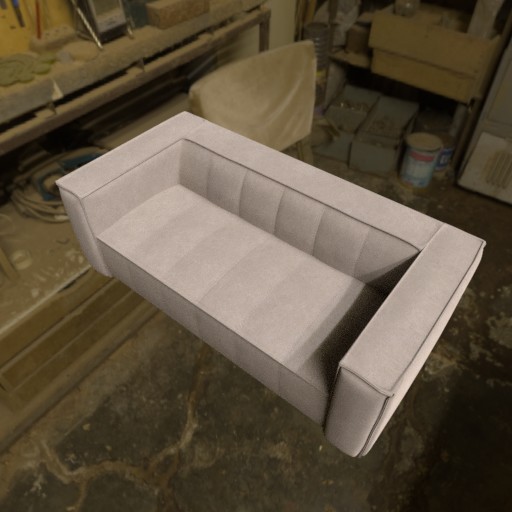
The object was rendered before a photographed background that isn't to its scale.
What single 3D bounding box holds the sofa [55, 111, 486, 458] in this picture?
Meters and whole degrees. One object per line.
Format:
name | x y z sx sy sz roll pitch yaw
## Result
sofa | 0.000 0.000 2.435 1.995 0.680 1.038 30 53 25
